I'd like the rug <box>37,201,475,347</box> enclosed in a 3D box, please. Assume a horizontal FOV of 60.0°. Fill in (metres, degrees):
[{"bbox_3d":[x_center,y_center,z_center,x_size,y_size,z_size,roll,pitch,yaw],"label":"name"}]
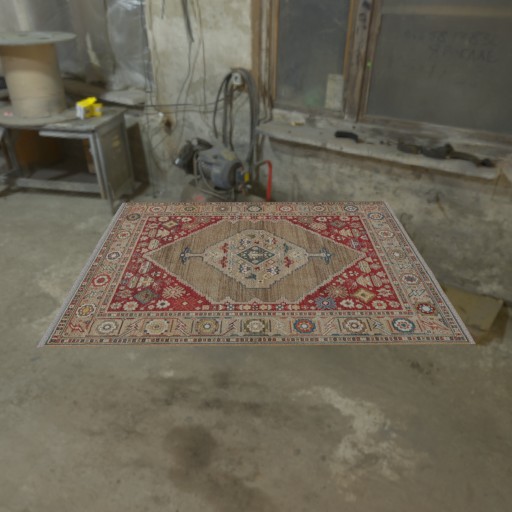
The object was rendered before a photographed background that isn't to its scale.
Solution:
[{"bbox_3d":[0.000,0.000,4.197,3.143,0.008,2.451,0,31,-1],"label":"rug"}]
